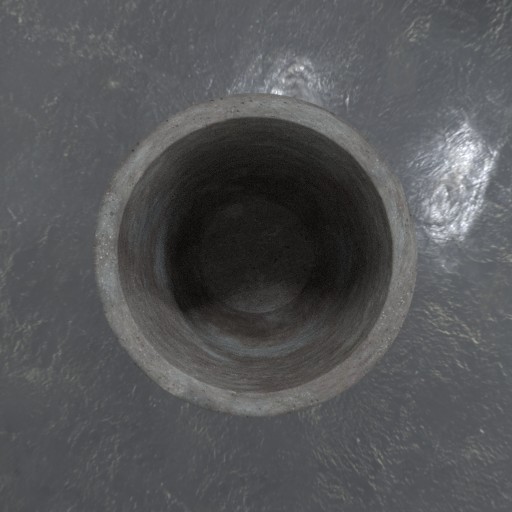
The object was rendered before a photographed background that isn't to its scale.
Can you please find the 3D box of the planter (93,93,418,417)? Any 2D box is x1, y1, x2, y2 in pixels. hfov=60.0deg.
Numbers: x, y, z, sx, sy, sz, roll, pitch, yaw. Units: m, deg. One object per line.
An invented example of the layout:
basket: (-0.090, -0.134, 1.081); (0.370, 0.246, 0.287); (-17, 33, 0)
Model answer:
planter: (0.000, 0.000, 0.265); (0.142, 0.149, 0.142); (0, 90, 0)
